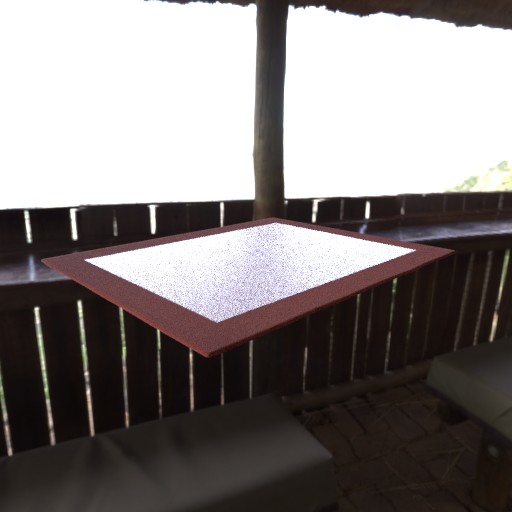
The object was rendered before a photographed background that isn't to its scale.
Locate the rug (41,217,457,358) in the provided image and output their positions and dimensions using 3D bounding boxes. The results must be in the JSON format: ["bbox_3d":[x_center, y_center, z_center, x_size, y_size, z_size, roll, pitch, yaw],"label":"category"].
[{"bbox_3d":[0.000,0.000,4.047,2.976,0.018,2.430,-14,21,-42],"label":"rug"}]
